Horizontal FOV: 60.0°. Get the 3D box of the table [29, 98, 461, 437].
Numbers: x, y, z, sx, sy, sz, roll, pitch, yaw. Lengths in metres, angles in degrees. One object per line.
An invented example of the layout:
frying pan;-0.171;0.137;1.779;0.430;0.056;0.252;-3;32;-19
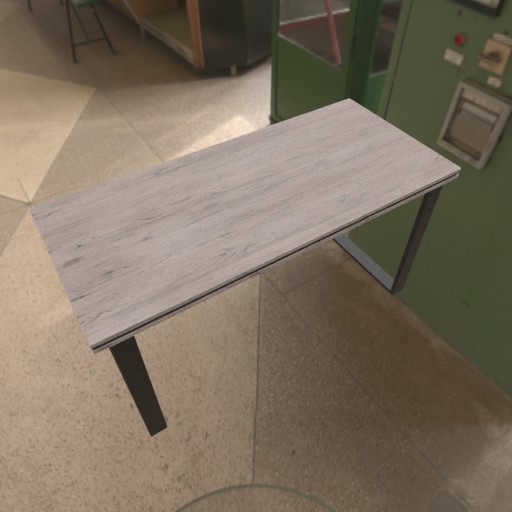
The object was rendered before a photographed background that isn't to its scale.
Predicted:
table;0.000;0.000;2.307;1.778;0.899;0.795;-25;52;-22
